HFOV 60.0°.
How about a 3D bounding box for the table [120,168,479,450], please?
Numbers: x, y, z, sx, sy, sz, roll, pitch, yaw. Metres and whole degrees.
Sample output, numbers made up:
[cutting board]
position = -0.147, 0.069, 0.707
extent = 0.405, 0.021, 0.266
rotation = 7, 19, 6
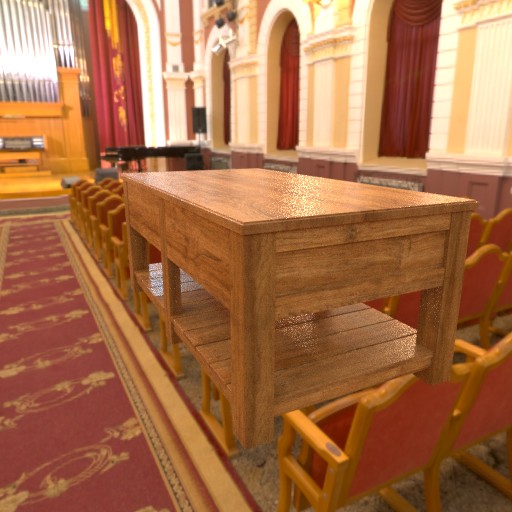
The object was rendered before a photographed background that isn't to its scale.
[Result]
[table]
position = 0.000, 0.000, 1.474
extent = 0.635, 0.480, 1.150
rotation = -8, 17, -26
